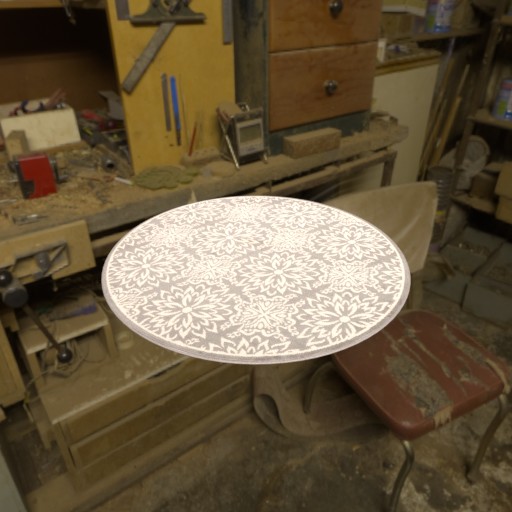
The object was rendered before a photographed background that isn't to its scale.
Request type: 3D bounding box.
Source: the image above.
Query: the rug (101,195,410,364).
[{"bbox_3d":[0.000,0.000,2.382,1.593,0.012,1.593,0,31,0],"label":"rug"}]
